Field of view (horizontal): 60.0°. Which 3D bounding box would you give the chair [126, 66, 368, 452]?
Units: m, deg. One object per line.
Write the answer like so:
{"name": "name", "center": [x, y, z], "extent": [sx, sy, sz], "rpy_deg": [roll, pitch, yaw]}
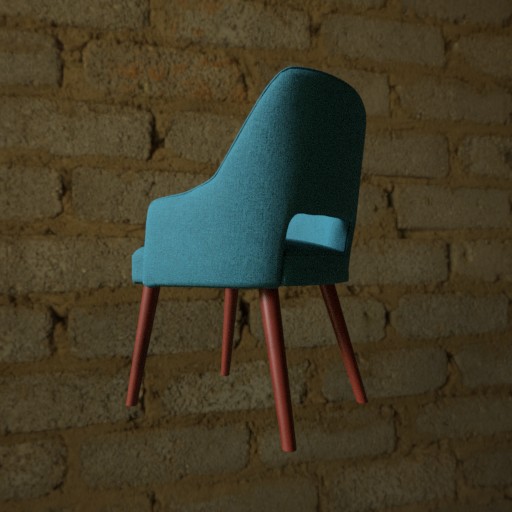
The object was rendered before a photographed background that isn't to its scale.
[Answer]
{"name": "chair", "center": [0.000, 0.000, 1.271], "extent": [0.605, 0.849, 0.548], "rpy_deg": [-1, -1, 36]}
